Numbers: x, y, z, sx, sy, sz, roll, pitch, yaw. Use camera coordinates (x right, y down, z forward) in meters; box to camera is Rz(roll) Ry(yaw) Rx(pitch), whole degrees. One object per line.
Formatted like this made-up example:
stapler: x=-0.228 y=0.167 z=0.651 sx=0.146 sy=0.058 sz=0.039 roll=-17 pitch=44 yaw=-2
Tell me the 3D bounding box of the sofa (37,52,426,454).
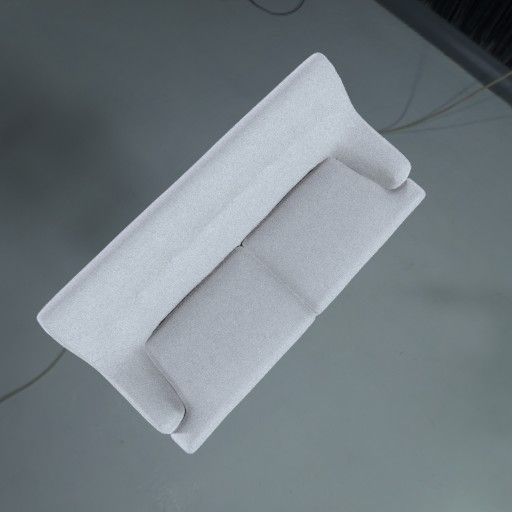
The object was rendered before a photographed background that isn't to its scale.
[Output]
sofa: x=0.000 y=0.000 z=2.530 sx=0.978 sy=0.871 sz=2.057 roll=42 pitch=79 yaw=10
